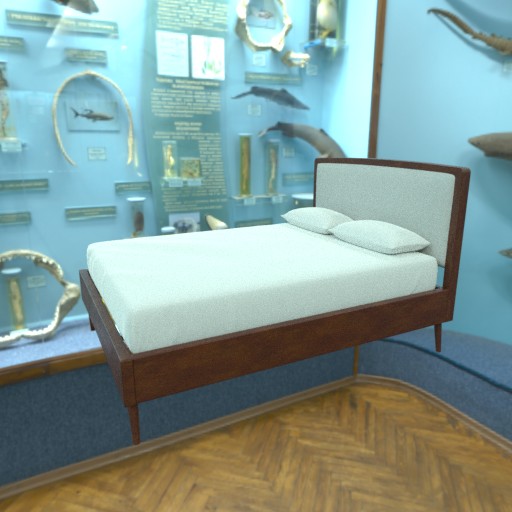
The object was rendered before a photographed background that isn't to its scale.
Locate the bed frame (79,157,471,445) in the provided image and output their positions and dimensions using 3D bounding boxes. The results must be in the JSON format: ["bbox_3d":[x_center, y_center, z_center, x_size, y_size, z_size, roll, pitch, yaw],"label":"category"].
[{"bbox_3d":[0.000,0.000,3.084,2.171,1.279,1.587,-8,17,-26],"label":"bed frame"}]
